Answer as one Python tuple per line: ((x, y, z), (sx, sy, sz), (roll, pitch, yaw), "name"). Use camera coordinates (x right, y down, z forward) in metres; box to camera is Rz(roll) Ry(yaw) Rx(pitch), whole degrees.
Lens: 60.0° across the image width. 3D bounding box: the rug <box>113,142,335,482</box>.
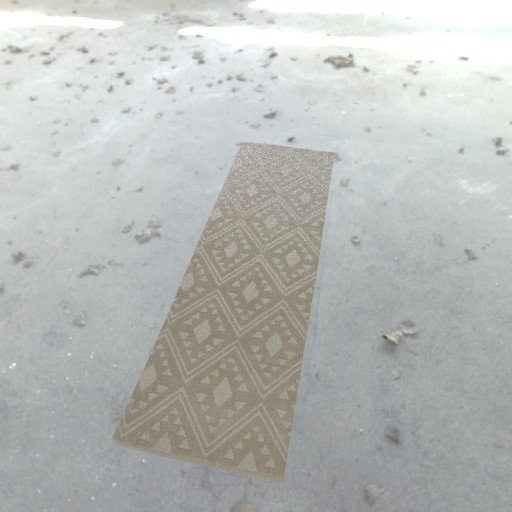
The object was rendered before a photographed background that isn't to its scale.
((0.000, 0.000, 2.681), (0.752, 0.051, 2.452), (9, 47, 8), "rug")
